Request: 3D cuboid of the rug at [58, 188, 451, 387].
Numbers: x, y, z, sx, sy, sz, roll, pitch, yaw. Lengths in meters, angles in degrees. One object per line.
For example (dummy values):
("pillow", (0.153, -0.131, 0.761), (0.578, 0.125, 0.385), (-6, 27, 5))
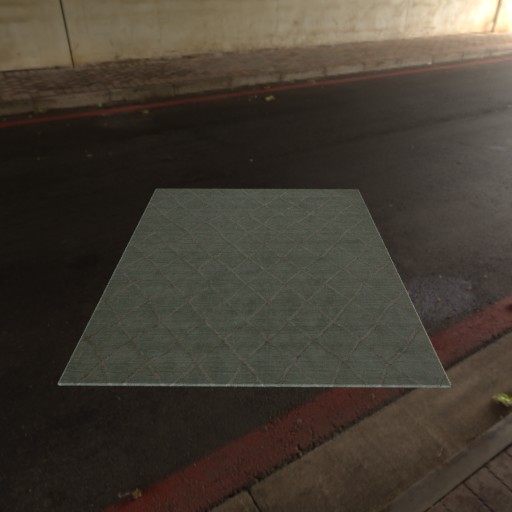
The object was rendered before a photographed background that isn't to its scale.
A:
("rug", (0.000, 0.000, 4.016), (2.420, 0.019, 3.039), (0, 32, 0))
